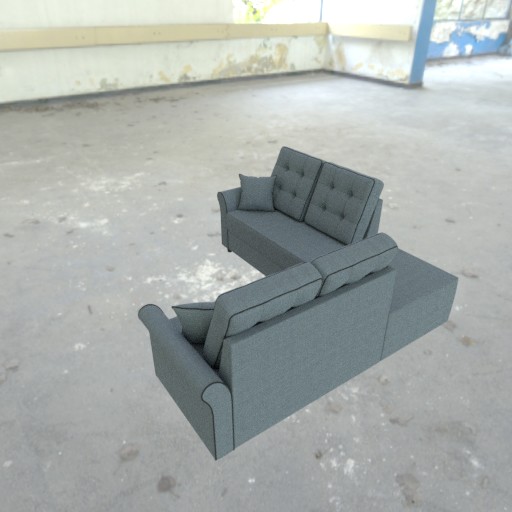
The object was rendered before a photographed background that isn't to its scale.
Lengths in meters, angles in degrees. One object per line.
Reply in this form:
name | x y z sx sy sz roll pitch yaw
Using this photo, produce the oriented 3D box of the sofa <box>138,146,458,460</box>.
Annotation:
sofa | 0.000 0.000 3.320 2.070 0.988 2.068 -19 35 -30
